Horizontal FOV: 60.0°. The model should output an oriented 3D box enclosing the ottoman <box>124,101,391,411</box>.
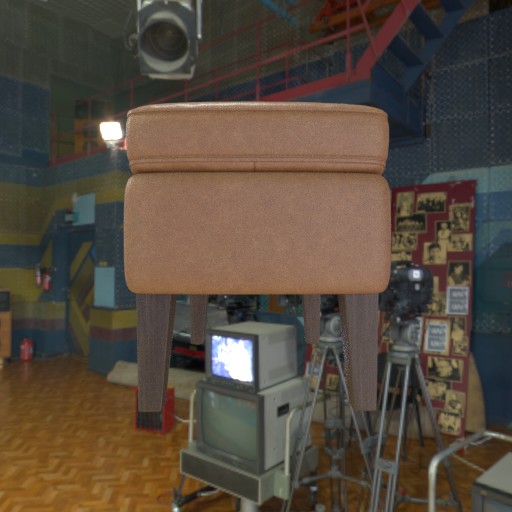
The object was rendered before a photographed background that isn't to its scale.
[{"bbox_3d":[0.000,0.000,0.959,0.420,0.480,0.670,0,-1,-1],"label":"ottoman"}]
